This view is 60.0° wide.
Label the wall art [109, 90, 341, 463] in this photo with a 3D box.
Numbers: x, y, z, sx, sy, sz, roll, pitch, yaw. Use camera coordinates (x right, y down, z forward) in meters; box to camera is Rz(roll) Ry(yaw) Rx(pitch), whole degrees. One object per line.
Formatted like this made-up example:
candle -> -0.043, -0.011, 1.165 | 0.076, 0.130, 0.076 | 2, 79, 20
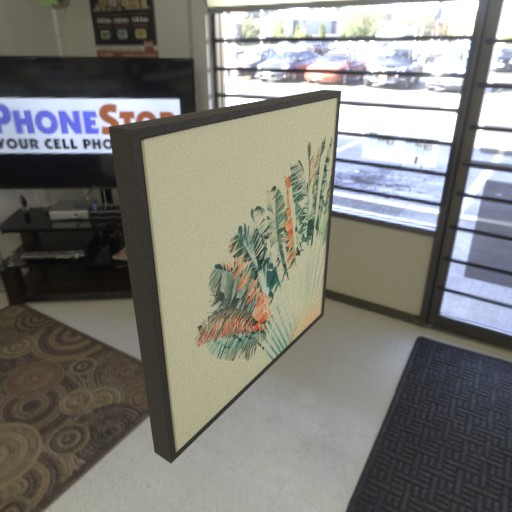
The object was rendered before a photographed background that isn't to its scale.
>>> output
wall art -> 0.000, 0.000, 0.776 | 0.037, 0.507, 0.509 | 17, 31, 31
